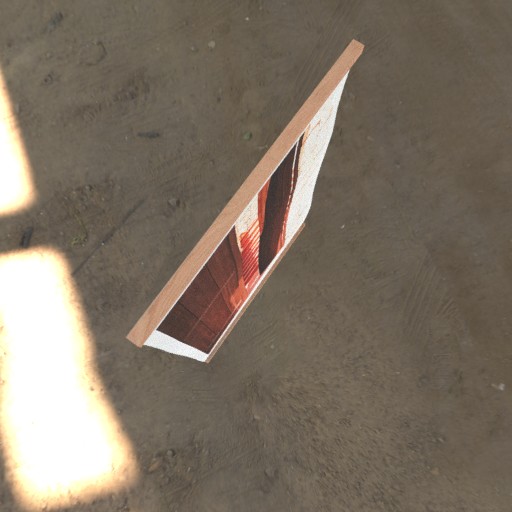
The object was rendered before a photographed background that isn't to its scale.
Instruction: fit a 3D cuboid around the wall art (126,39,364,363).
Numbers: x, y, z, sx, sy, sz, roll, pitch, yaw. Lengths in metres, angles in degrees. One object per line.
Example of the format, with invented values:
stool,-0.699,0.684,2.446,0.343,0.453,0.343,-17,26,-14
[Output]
wall art,0.000,0.000,0.619,0.012,0.508,0.332,34,78,9
